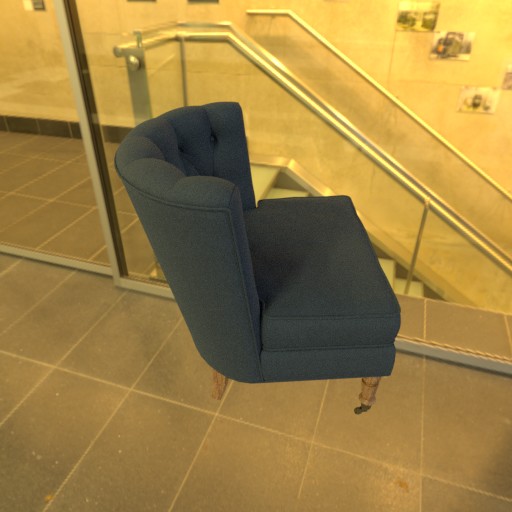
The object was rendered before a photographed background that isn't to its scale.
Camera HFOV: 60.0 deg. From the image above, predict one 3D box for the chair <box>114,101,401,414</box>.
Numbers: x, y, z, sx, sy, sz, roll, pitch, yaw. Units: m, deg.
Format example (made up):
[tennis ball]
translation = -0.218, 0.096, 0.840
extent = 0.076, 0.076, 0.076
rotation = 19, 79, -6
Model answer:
[chair]
translation = 0.000, 0.000, 1.359
extent = 0.718, 0.771, 0.740
rotation = -1, 33, -1
